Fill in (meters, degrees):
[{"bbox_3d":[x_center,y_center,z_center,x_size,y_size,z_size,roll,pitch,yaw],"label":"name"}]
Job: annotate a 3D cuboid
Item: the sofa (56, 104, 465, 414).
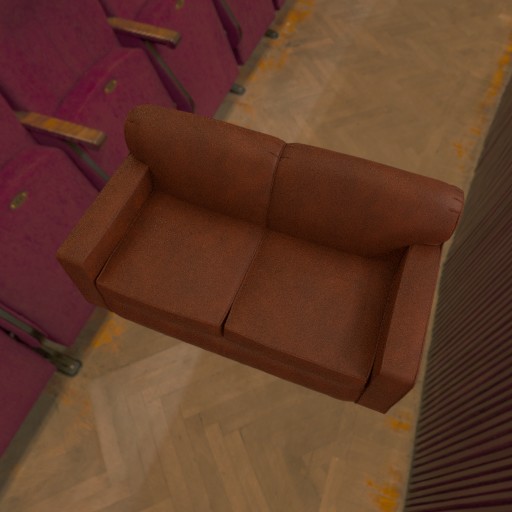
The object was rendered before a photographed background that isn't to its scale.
[{"bbox_3d":[0.000,0.000,2.427,1.856,0.966,1.000,18,60,11],"label":"sofa"}]
